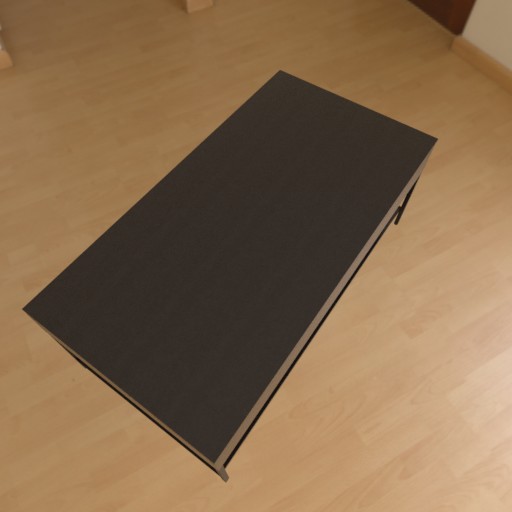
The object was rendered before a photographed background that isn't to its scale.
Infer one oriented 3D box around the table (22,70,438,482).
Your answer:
[{"bbox_3d":[0.000,0.000,1.373,0.574,0.435,1.095,31,63,18],"label":"table"}]
